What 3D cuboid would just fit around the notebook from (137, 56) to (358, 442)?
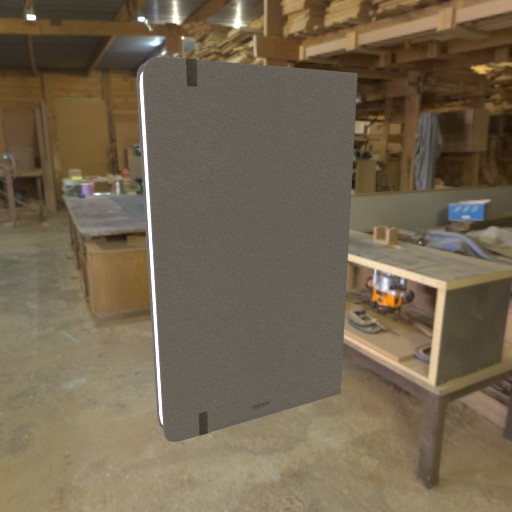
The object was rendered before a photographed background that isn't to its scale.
[{"bbox_3d":[0.000,0.000,0.268,0.127,0.213,0.016,-7,16,-25],"label":"notebook"}]
